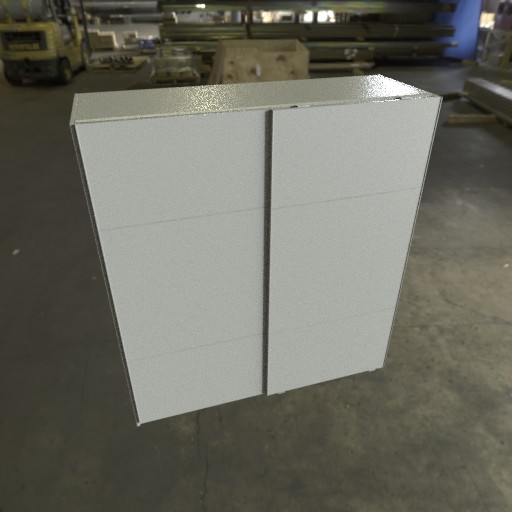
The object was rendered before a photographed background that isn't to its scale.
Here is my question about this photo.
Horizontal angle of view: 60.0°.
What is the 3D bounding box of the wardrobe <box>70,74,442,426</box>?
[{"bbox_3d":[0.000,0.000,2.793,1.780,1.960,0.629,-9,34,-14],"label":"wardrobe"}]
